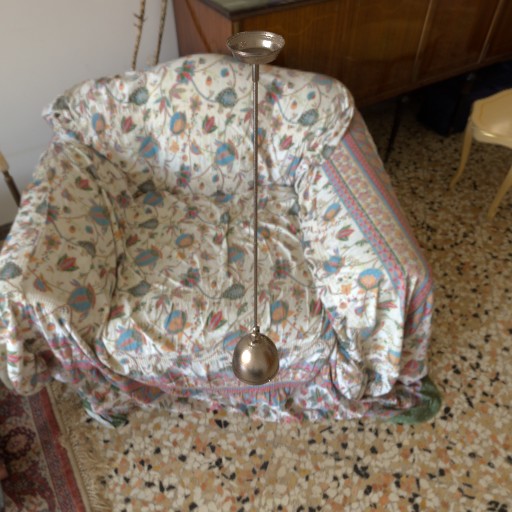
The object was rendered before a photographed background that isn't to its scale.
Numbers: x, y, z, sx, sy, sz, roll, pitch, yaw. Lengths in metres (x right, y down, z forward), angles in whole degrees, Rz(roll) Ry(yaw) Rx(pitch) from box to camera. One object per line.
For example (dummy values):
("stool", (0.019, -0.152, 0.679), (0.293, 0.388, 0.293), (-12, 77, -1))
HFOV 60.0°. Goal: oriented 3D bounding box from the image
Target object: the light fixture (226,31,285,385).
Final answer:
("light fixture", (0.000, 0.000, 1.472), (0.211, 1.367, 0.217), (16, 48, 15))
